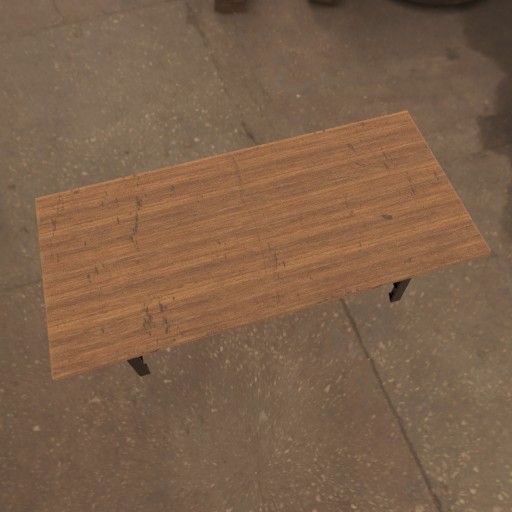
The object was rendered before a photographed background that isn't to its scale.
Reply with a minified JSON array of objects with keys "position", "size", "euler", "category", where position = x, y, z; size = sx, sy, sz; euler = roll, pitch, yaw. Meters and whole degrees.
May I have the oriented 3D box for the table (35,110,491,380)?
[{"position":[0.000,0.000,2.661],"size":[2.200,0.757,1.000],"euler":[-15,65,-7],"category":"table"}]
